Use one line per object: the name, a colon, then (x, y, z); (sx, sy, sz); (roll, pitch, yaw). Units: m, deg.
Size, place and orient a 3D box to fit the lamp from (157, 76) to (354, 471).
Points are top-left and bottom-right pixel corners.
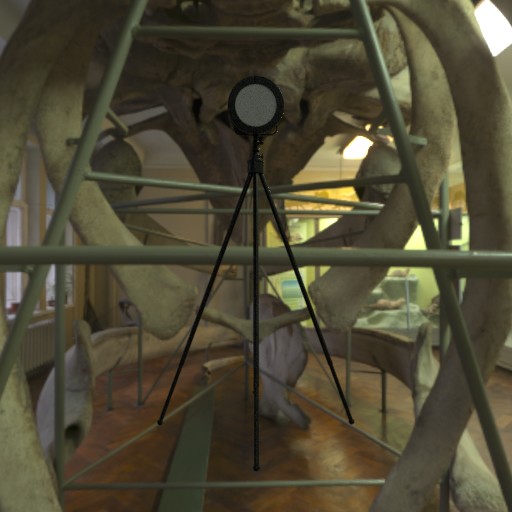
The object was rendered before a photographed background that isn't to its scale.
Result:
lamp: (0.000, 0.000, 1.975); (0.879, 1.504, 0.884); (0, 0, -1)
